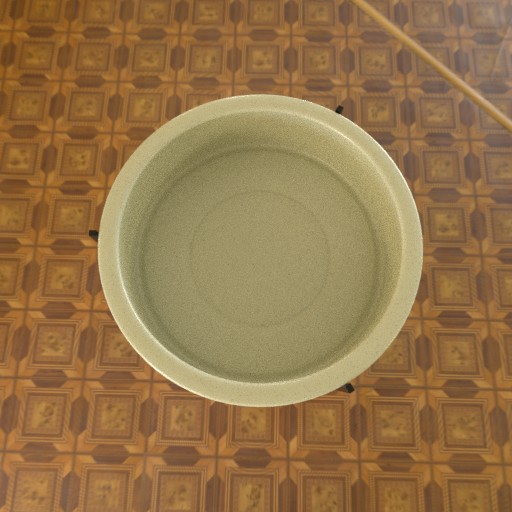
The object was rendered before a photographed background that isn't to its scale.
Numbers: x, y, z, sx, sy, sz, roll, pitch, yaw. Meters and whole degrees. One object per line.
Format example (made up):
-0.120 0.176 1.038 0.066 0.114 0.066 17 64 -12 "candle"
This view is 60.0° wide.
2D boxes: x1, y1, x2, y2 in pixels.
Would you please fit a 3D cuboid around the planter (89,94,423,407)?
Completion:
0.000 0.000 0.537 0.345 0.171 0.336 1 75 0 "planter"
